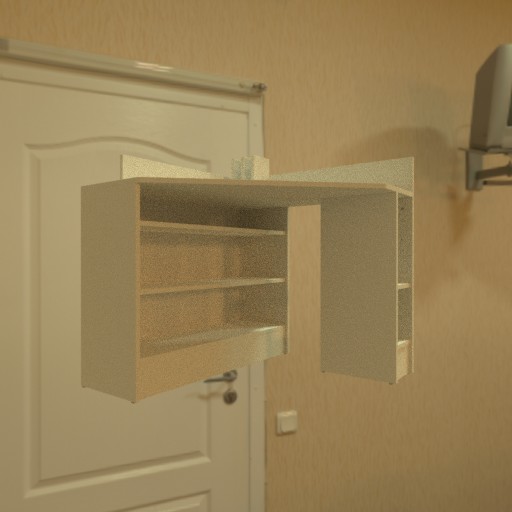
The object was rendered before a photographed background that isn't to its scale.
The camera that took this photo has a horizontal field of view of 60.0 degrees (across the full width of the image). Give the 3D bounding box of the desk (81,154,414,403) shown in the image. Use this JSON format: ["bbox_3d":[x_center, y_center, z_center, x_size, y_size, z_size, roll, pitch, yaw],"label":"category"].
[{"bbox_3d":[0.000,0.000,1.758,0.940,0.986,0.940,0,0,37],"label":"desk"}]
